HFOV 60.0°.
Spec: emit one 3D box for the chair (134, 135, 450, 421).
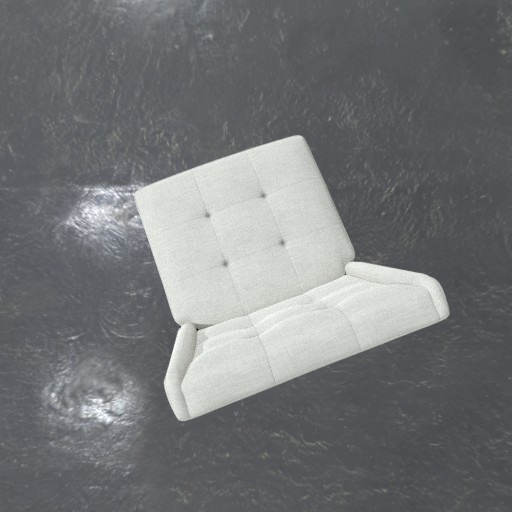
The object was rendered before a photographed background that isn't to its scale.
[{"bbox_3d":[0.000,0.000,1.291,0.569,0.853,0.676,-20,77,-5],"label":"chair"}]
